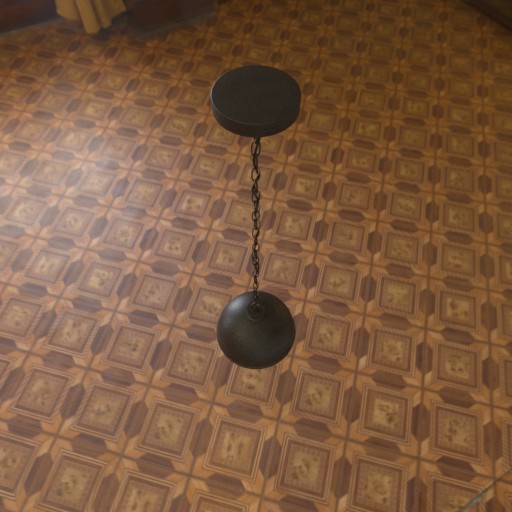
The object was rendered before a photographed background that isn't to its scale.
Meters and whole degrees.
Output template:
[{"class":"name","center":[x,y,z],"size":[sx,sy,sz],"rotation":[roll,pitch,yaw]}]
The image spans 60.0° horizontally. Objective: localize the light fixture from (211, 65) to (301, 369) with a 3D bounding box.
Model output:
[{"class":"light fixture","center":[0.000,0.000,1.244],"size":[0.304,1.090,0.304],"rotation":[-15,59,-9]}]
